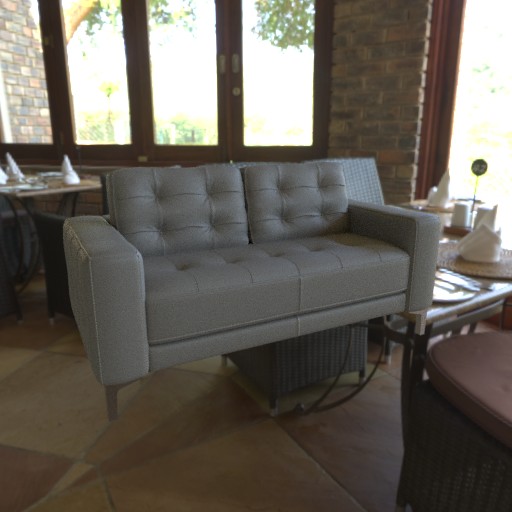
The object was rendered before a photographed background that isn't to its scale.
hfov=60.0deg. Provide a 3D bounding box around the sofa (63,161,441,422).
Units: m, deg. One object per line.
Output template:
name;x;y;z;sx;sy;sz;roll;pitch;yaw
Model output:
sofa;0.000;0.000;2.237;1.726;0.893;0.833;-8;17;-27
